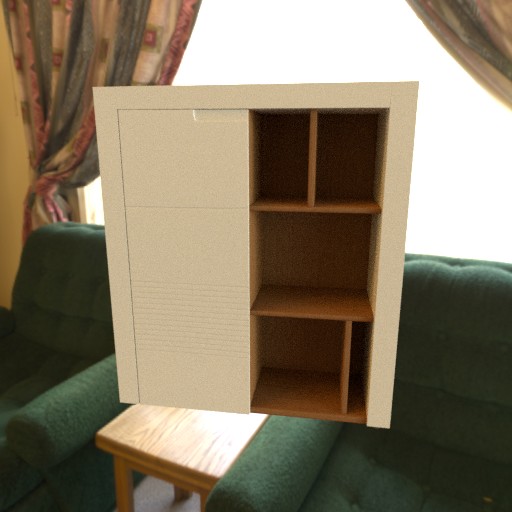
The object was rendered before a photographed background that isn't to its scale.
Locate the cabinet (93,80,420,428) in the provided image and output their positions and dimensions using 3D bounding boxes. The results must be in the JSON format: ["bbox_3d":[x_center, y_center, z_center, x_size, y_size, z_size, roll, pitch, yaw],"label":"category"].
[{"bbox_3d":[0.000,0.000,1.633,0.990,1.150,0.348,2,15,9],"label":"cabinet"}]
